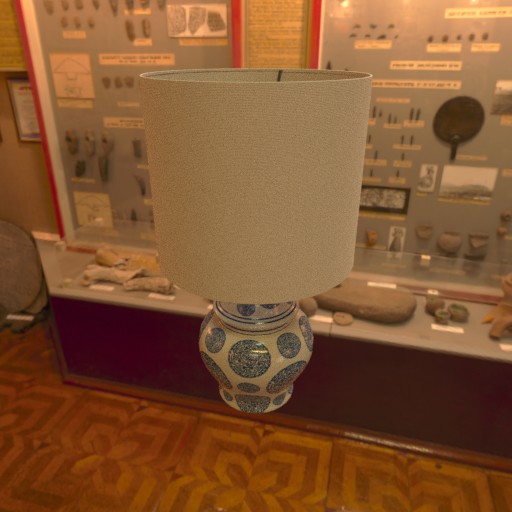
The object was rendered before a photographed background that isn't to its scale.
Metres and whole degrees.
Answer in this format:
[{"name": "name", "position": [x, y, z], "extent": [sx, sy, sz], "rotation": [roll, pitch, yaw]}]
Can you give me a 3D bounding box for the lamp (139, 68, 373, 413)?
[{"name": "lamp", "position": [0.000, 0.000, 0.500], "extent": [0.215, 0.381, 0.215], "rotation": [7, 26, 15]}]
